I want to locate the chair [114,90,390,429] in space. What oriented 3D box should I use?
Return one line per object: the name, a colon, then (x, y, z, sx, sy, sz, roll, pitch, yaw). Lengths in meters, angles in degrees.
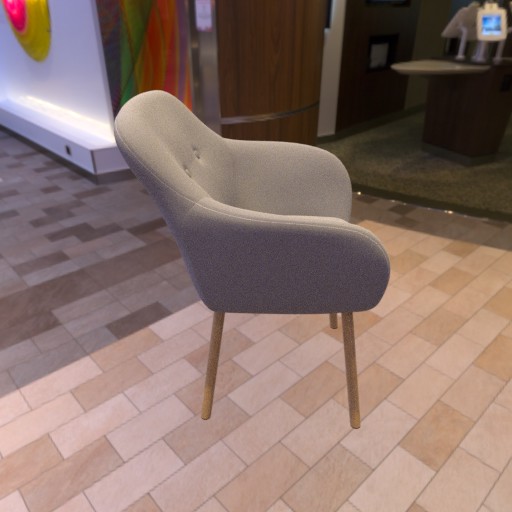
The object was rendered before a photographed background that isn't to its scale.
chair: (0.000, 0.000, 1.218, 0.590, 0.830, 0.570, 0, 30, 1)
